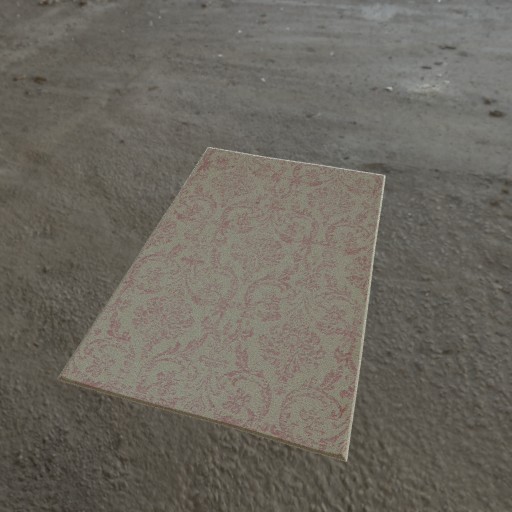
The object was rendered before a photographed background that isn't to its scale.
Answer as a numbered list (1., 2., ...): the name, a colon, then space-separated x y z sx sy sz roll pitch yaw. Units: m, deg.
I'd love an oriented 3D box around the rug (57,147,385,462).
1. rug: 0.000 0.000 3.520 1.819 0.018 2.746 12 47 11
